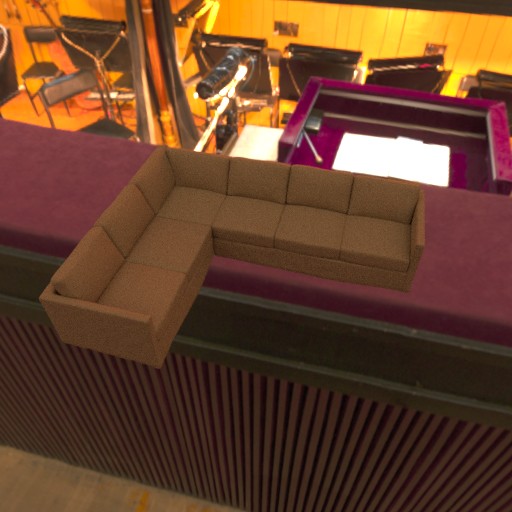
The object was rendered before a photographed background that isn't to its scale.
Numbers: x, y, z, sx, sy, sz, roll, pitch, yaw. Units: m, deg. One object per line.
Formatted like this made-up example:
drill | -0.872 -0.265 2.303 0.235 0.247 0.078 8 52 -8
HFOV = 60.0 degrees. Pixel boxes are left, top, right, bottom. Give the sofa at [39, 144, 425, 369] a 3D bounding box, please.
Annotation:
sofa | 0.000 0.000 4.457 3.182 0.871 2.432 11 46 10
